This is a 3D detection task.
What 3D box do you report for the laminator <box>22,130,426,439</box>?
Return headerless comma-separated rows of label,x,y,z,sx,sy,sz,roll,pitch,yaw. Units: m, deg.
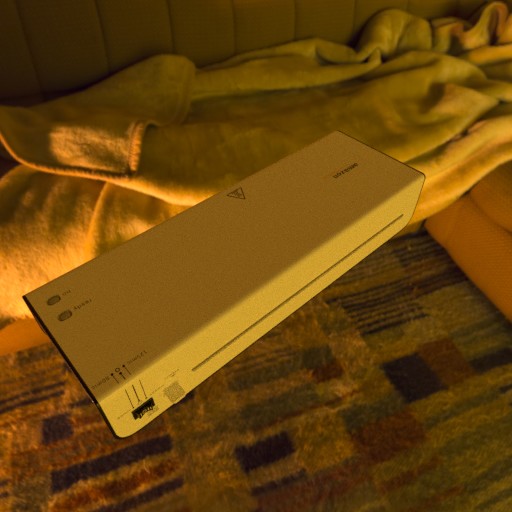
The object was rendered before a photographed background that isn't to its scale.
laminator,0.000,0.000,0.384,0.340,0.062,0.123,-33,54,-28
